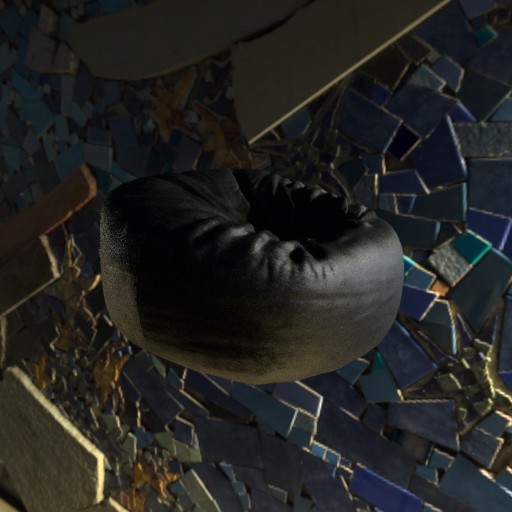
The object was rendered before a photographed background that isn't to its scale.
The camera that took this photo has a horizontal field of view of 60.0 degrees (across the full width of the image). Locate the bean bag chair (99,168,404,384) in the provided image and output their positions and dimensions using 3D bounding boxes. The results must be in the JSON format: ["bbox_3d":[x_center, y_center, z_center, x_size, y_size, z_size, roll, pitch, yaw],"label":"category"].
[{"bbox_3d":[0.000,0.000,2.408,1.524,0.878,1.524,-14,20,-41],"label":"bean bag chair"}]
